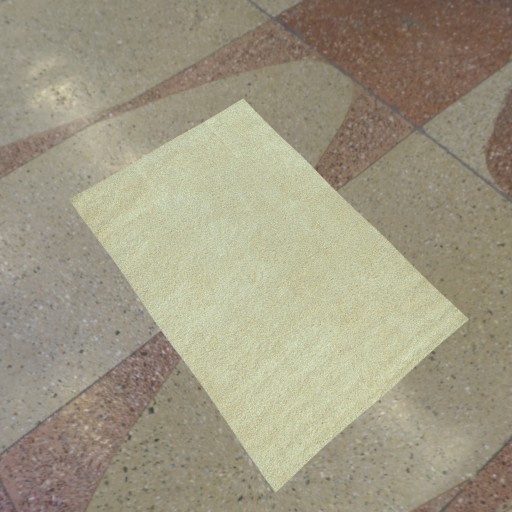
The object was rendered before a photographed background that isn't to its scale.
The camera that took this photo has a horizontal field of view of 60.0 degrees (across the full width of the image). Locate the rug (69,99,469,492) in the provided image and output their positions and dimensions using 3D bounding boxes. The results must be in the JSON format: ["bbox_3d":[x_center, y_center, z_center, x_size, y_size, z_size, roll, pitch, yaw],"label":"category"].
[{"bbox_3d":[0.000,0.000,3.430,1.800,0.025,2.699,-35,69,-15],"label":"rug"}]
